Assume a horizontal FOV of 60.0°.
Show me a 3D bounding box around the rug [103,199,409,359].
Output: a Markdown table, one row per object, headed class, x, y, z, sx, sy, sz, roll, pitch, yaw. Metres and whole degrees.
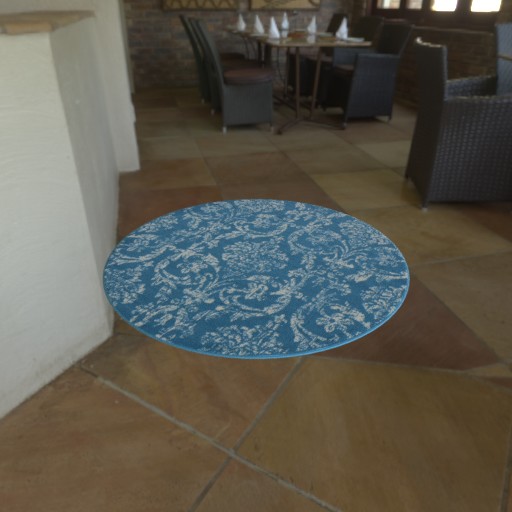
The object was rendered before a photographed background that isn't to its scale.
| class | x | y | z | sx | sy | sz | roll | pitch | yaw |
| --- | --- | --- | --- | --- | --- | --- | --- | --- | --- |
| rug | 0.000 | 0.000 | 2.402 | 1.593 | 0.012 | 1.593 | 0 | 30 | 0 |
